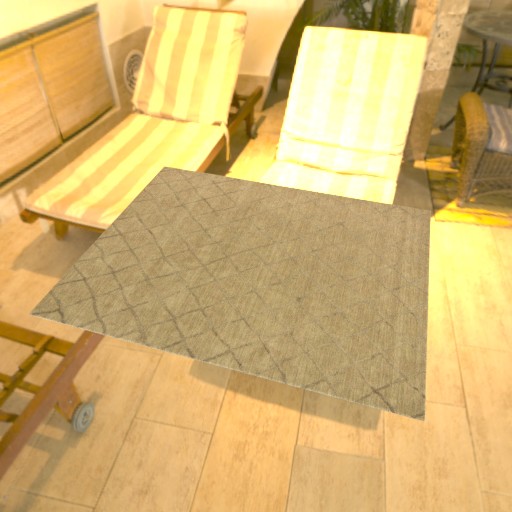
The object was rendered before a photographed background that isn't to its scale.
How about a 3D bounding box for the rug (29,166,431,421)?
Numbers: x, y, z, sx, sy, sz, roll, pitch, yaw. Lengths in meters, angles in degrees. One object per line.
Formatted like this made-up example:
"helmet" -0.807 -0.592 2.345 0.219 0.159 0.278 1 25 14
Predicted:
"rug" 0.000 0.000 4.063 3.038 0.019 2.420 12 43 13
